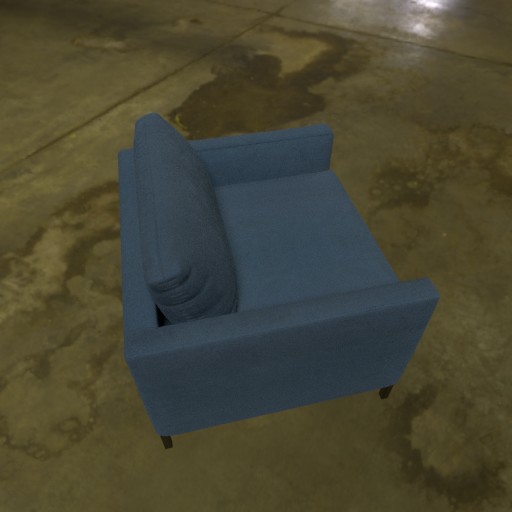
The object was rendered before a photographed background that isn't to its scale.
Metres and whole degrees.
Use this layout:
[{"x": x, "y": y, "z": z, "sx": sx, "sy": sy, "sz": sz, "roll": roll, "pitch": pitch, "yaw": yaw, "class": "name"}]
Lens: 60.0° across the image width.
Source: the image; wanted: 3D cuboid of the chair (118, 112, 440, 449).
[{"x": 0.000, "y": 0.000, "z": 1.602, "sx": 0.875, "sy": 0.812, "sz": 0.964, "roll": -10, "pitch": 47, "yaw": -9, "class": "chair"}]
